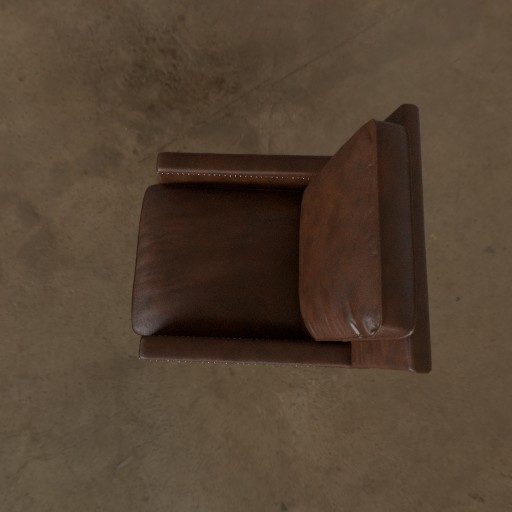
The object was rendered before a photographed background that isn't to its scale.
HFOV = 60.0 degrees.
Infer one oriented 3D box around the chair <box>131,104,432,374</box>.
[{"bbox_3d":[0.000,0.000,1.785,1.035,1.054,0.854,2,77,0],"label":"chair"}]
